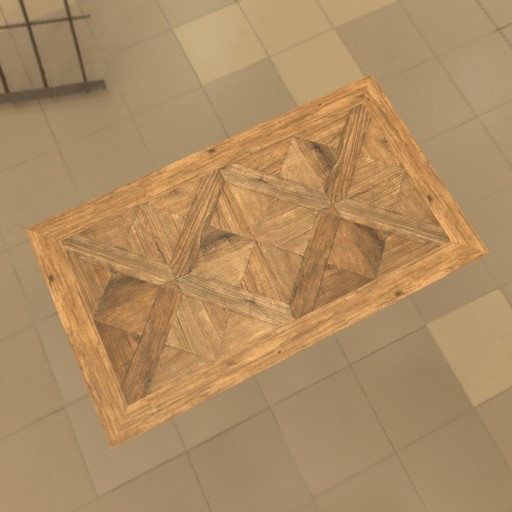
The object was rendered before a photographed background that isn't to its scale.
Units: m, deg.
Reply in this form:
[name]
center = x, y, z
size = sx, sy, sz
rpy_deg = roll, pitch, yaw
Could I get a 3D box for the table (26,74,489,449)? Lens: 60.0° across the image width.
[table]
center = 0.000, 0.000, 1.734
size = 1.400, 0.410, 0.800
rpy_deg = -26, 77, -7
